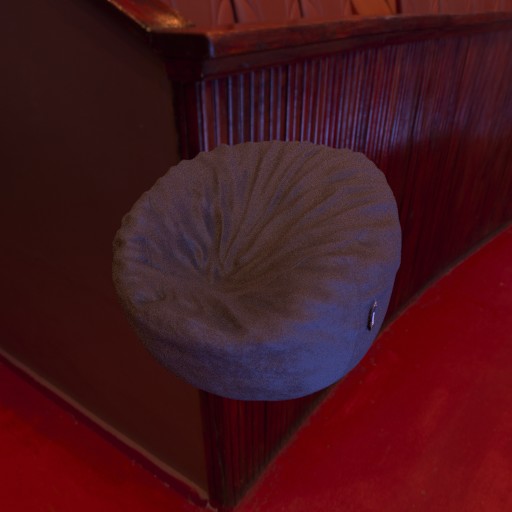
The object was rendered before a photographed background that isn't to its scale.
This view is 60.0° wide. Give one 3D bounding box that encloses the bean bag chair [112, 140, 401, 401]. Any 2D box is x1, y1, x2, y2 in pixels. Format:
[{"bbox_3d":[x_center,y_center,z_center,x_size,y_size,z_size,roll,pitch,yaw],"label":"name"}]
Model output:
[{"bbox_3d":[0.000,0.000,2.023,1.245,0.821,1.245,0,31,0],"label":"bean bag chair"}]
